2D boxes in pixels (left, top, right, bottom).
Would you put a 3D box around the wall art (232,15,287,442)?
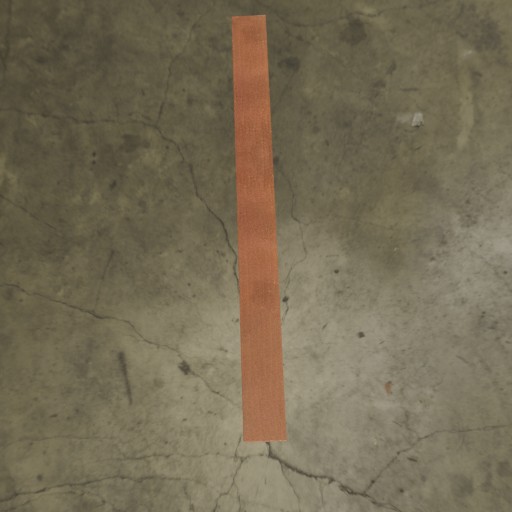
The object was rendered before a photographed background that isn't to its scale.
[{"bbox_3d":[0.000,0.000,0.596,0.035,0.403,0.403,-2,76,-1],"label":"wall art"}]
